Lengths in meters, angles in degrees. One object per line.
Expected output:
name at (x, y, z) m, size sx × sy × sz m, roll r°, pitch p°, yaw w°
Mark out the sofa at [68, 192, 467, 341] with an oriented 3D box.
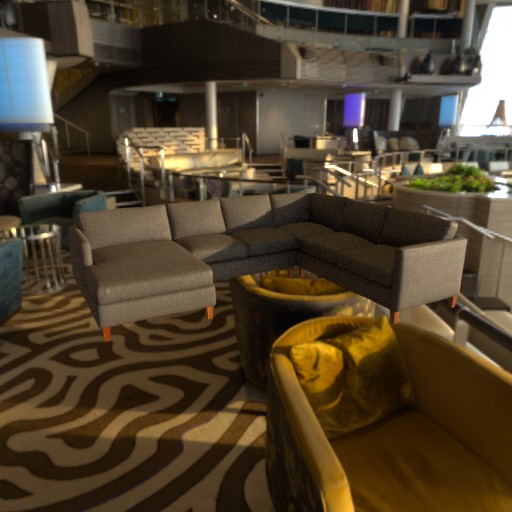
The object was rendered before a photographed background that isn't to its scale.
sofa at (0.000, 0.000, 4.759) m, size 3.460 × 0.961 × 2.594 m, roll -9°, pitch 18°, yaw -28°
